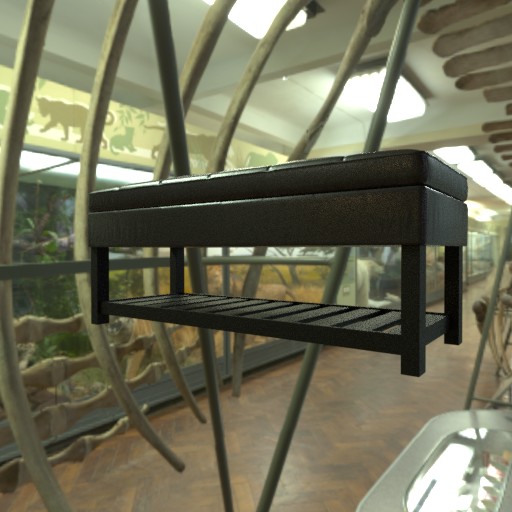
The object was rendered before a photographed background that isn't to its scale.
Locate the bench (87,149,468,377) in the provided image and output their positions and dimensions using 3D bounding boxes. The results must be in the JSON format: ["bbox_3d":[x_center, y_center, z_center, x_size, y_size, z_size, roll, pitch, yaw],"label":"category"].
[{"bbox_3d":[0.000,0.000,1.336,1.105,0.460,0.432,1,1,36],"label":"bench"}]
